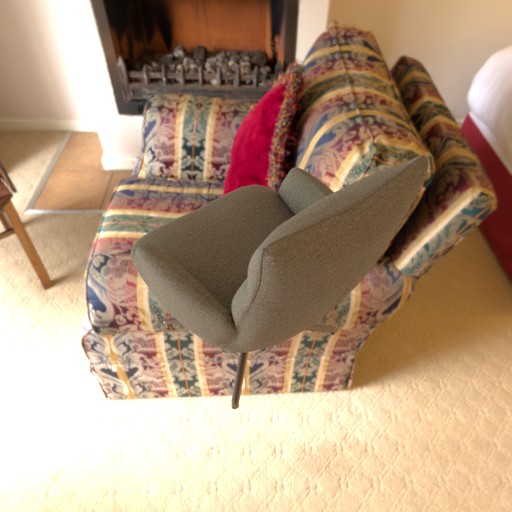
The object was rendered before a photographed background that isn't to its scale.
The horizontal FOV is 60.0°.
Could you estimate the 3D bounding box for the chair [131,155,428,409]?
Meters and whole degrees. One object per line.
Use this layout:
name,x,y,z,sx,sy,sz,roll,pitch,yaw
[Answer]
chair,0.000,0.000,1.535,0.702,0.984,0.831,-31,54,-25
